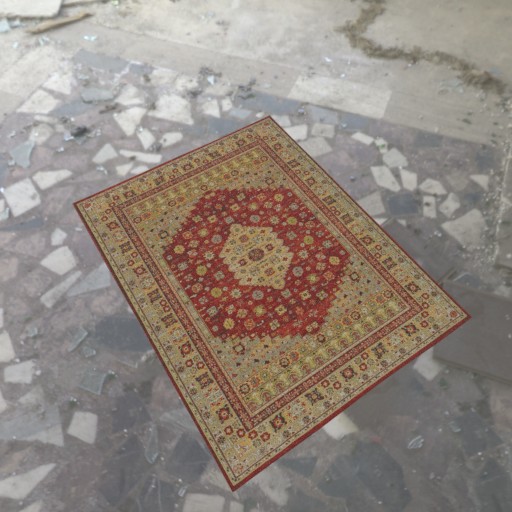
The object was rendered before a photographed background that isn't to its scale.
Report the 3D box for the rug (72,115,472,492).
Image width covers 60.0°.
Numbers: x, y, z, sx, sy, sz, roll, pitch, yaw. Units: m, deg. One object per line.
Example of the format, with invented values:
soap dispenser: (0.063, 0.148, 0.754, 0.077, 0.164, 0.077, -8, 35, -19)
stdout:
rug: (0.000, 0.000, 4.088, 2.387, 0.013, 3.053, -29, 62, -17)
